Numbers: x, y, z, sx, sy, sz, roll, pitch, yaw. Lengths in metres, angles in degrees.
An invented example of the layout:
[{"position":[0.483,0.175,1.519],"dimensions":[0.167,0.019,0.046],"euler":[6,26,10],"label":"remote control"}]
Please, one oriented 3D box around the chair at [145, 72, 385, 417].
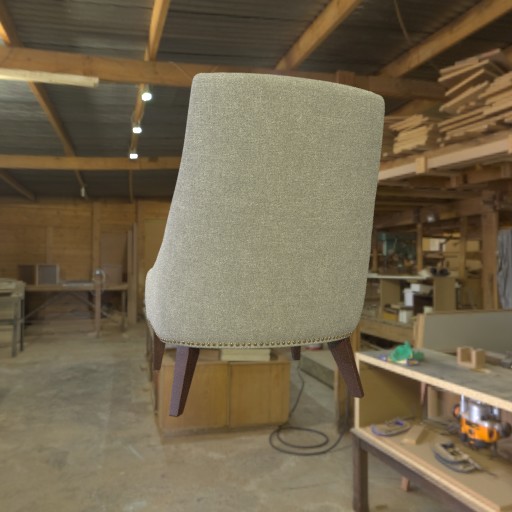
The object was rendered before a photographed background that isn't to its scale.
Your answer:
[{"position":[0.000,0.000,1.517],"dimensions":[0.701,0.909,0.861],"euler":[0,-1,-17],"label":"chair"}]
